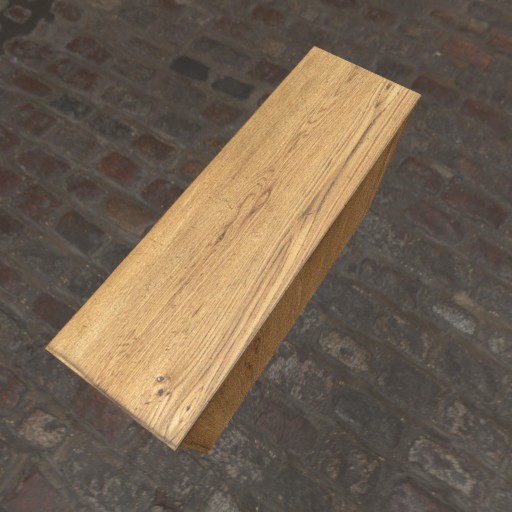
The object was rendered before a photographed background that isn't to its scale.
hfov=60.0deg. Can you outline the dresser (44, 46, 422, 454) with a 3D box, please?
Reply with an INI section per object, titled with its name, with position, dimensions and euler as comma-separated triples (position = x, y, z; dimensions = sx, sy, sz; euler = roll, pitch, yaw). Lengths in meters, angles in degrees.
[dresser]
position = 0.000, 0.000, 2.052
dimensions = 0.563, 0.932, 1.657
euler = 31, 68, 14
